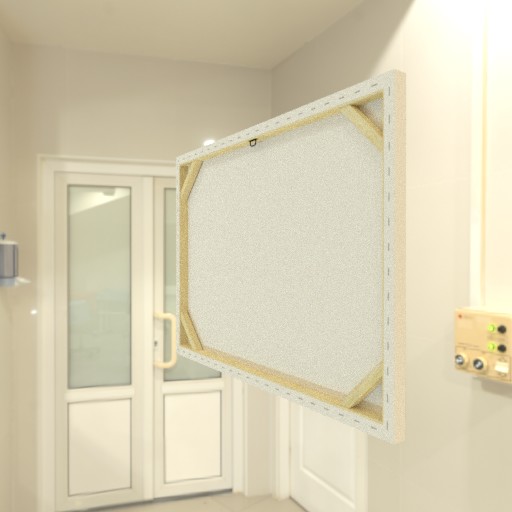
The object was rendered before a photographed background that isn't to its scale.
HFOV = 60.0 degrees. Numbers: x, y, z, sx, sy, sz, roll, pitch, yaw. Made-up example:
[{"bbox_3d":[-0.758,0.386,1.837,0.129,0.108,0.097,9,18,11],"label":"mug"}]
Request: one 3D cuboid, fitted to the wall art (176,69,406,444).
[{"bbox_3d":[0.000,0.000,1.322,0.038,0.762,1.016,0,0,-36],"label":"wall art"}]
